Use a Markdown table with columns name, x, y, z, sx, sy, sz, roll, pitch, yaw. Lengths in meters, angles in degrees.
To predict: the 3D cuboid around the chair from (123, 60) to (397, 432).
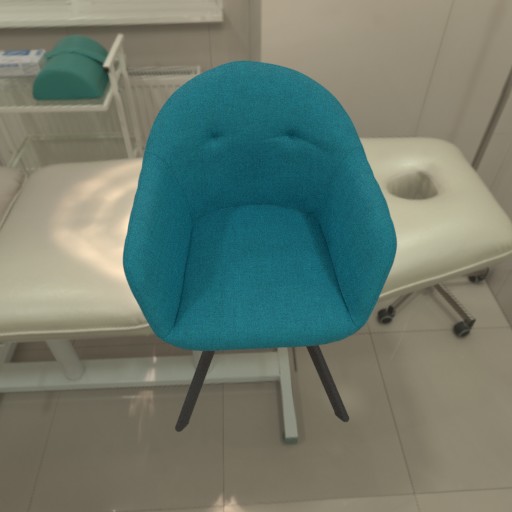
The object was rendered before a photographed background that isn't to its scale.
| name | x | y | z | sx | sy | sz | roll | pitch | yaw |
| --- | --- | --- | --- | --- | --- | --- | --- | --- | --- |
| chair | 0.000 | 0.000 | 1.140 | 0.545 | 0.775 | 0.565 | -2 | 46 | -2 |
